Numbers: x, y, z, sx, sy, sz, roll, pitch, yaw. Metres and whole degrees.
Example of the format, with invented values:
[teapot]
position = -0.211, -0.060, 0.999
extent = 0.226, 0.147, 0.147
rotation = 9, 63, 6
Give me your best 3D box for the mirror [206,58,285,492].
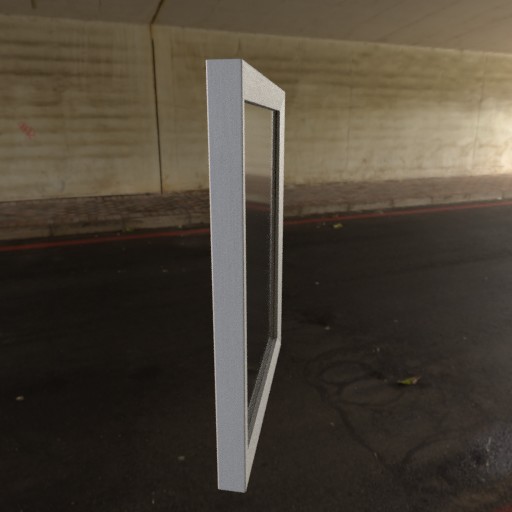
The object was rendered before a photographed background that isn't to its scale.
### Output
[mirror]
position = 0.000, 0.000, 0.686
extent = 0.041, 0.508, 0.405
rotation = 3, 16, 9
